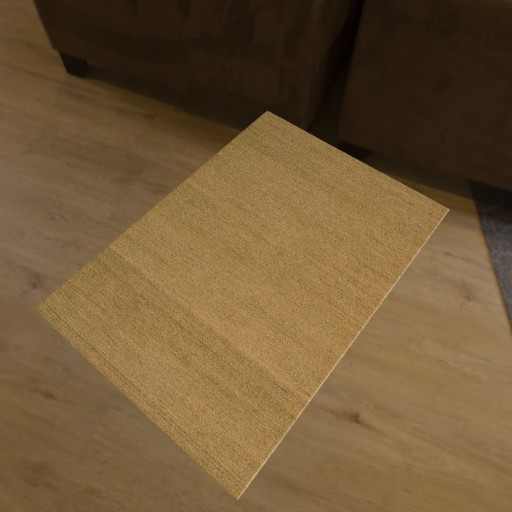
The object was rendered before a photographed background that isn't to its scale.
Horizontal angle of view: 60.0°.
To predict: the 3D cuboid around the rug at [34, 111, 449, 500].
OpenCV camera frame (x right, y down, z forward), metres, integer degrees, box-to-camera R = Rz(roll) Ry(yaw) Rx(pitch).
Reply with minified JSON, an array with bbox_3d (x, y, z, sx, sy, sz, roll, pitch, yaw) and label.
[{"bbox_3d":[0.000,0.000,4.963,2.782,0.025,3.935,34,64,19],"label":"rug"}]
